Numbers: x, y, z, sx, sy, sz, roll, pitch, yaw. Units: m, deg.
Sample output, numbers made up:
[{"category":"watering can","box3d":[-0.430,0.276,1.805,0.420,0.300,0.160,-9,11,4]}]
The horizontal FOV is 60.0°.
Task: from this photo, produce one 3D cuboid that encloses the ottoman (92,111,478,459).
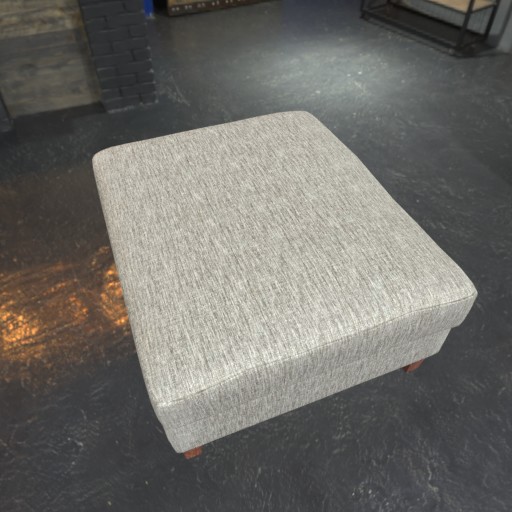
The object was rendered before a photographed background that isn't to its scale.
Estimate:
[{"category":"ottoman","box3d":[0.000,0.000,1.439,0.839,0.492,0.994,-16,49,-15]}]
